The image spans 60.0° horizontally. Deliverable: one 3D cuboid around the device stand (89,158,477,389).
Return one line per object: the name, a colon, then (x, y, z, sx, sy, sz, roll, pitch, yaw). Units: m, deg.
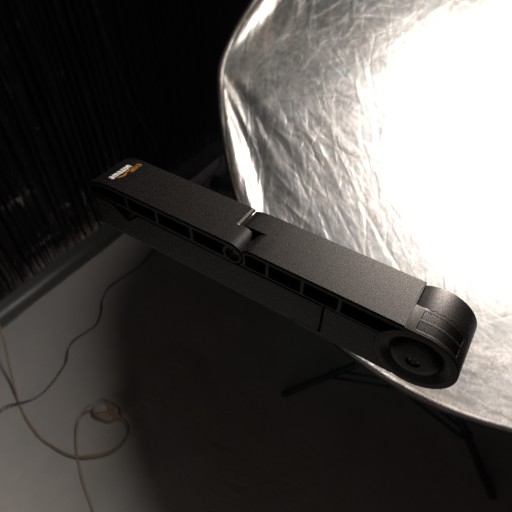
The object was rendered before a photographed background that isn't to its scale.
device stand: (0.000, 0.000, 0.192, 0.179, 0.030, 0.026, 25, 52, 22)
